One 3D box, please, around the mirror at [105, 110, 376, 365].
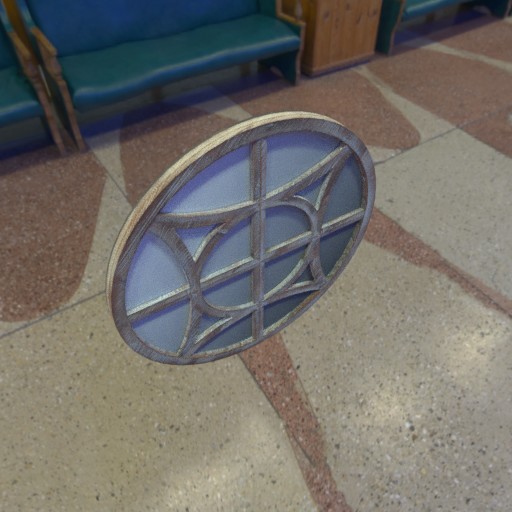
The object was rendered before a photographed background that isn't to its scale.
[{"bbox_3d":[0.000,0.000,1.063,0.710,0.710,0.038,-24,51,-22],"label":"mirror"}]
